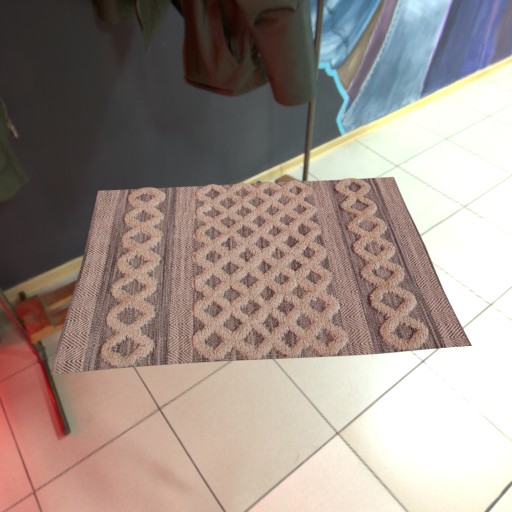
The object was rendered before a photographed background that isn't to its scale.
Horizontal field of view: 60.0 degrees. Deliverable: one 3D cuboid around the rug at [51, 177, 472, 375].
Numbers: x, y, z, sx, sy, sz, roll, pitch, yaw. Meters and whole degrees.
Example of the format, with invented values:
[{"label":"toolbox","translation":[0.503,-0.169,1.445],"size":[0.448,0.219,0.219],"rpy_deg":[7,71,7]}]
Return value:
[{"label":"rug","translation":[0.000,0.000,2.308],"size":[1.823,0.030,1.222],"rpy_deg":[-3,47,-3]}]
